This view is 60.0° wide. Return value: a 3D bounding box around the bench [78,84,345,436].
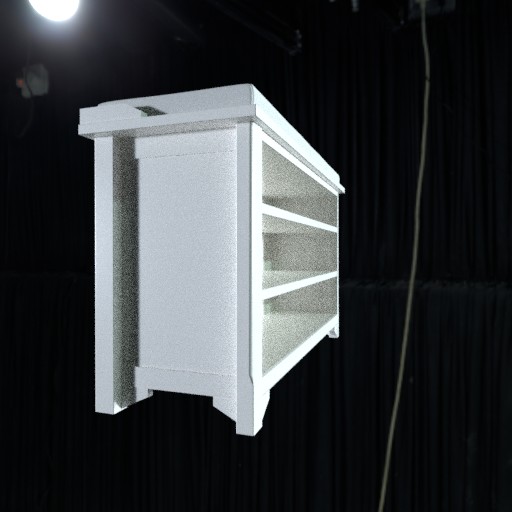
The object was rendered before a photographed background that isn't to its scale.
[{"bbox_3d":[0.000,0.000,1.226,0.346,0.589,0.987,0,1,19],"label":"bench"}]
